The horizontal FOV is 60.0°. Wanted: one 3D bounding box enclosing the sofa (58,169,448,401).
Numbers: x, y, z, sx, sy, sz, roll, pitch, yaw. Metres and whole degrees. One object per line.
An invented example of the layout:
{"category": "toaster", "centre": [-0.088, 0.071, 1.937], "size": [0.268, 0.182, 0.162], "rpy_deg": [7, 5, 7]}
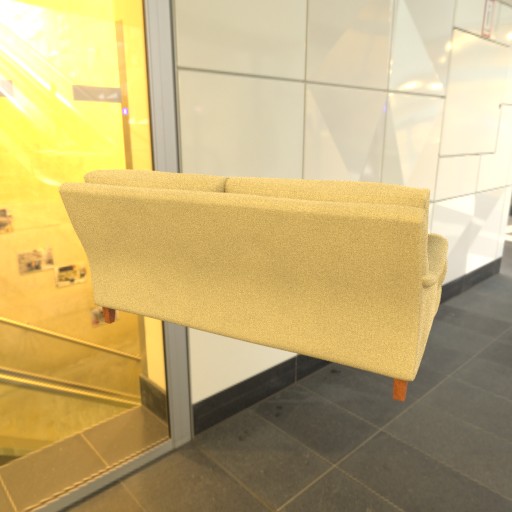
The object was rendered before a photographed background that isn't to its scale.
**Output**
{"category": "sofa", "centre": [0.000, 0.000, 2.644], "size": [2.070, 0.997, 1.091], "rpy_deg": [8, 17, 27]}
